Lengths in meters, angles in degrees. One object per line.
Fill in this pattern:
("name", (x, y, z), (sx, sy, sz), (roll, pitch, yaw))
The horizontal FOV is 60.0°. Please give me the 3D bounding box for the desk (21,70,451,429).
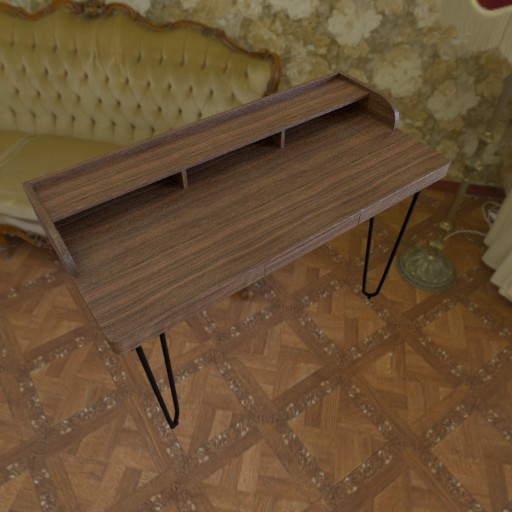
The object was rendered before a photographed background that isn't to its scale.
("desk", (0.000, 0.000, 1.620), (1.200, 0.854, 0.565), (-28, 53, -23))
